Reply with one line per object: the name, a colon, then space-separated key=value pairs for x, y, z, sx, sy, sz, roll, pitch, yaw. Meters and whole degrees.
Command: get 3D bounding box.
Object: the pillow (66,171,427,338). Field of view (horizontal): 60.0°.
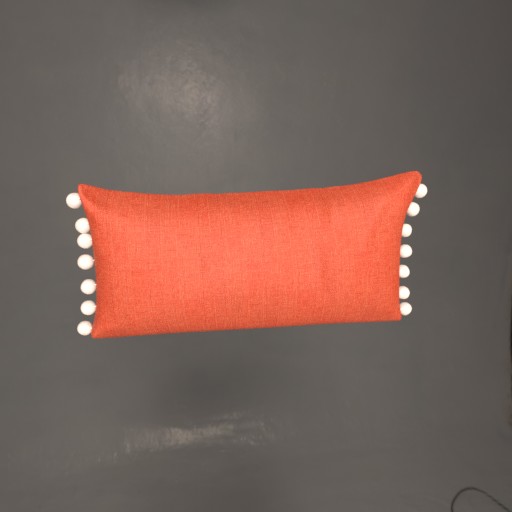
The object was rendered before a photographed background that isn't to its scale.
pillow: x=0.000 y=0.000 z=0.876 sx=0.709 sy=0.322 sz=0.201 roll=-2 pitch=16 yaw=-8
